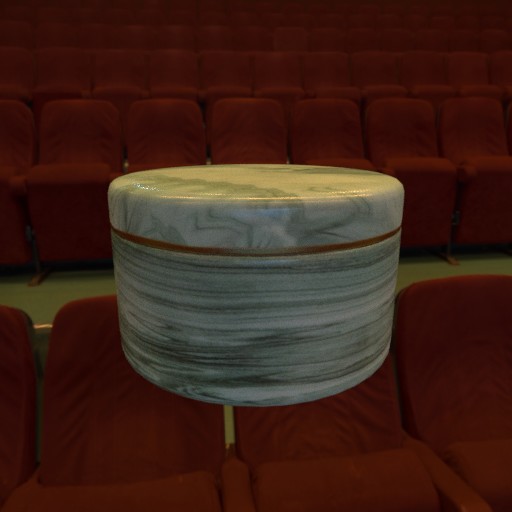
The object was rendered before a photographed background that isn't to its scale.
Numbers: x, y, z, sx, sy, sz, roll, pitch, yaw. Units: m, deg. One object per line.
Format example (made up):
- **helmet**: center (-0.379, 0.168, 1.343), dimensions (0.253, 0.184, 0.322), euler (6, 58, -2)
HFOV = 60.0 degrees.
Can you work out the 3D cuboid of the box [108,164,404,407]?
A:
- **box**: center (0.000, 0.000, 0.166), dimensions (0.101, 0.063, 0.101), euler (0, 16, 0)
